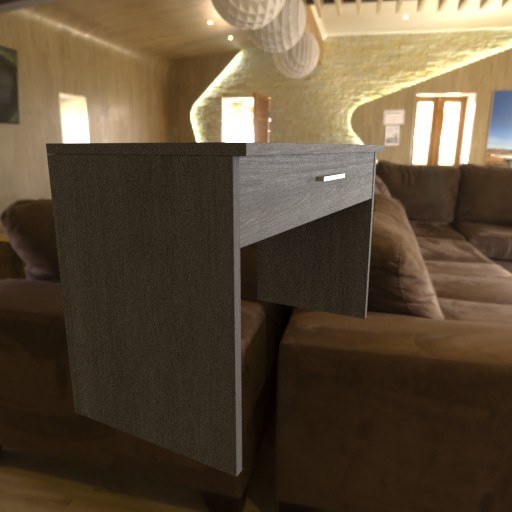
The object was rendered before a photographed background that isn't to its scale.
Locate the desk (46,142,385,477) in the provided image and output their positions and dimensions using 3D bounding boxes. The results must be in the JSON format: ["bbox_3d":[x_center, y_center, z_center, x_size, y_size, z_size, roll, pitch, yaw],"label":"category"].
[{"bbox_3d":[0.000,0.000,1.495,0.557,0.729,1.099,7,16,28],"label":"desk"}]
